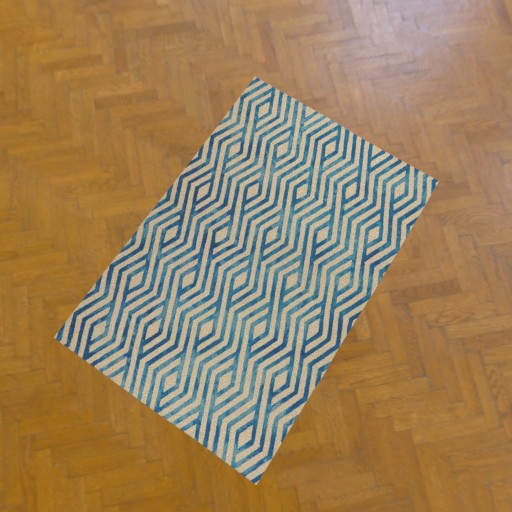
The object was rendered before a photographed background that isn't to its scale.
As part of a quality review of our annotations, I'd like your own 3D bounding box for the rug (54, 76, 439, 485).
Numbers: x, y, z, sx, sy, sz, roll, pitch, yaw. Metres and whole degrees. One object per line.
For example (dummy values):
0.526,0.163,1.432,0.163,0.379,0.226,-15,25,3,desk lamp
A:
0.000,0.000,2.336,1.225,0.008,1.830,33,77,8,rug
